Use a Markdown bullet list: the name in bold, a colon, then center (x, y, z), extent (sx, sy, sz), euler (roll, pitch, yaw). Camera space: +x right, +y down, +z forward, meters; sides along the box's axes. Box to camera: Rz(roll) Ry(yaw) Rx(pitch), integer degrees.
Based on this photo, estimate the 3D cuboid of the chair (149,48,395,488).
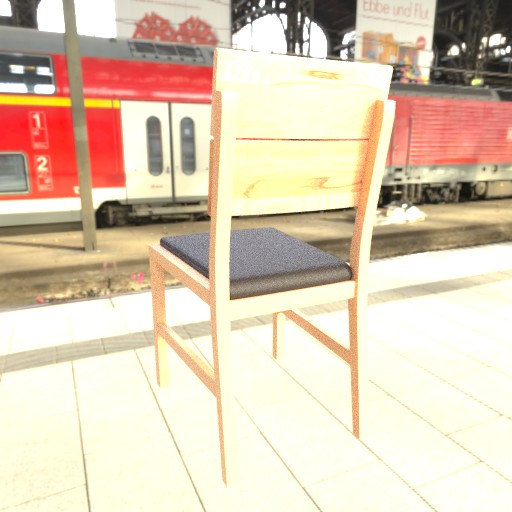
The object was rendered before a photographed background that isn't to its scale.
- **chair**: center (0.000, 0.000, 1.244), extent (0.475, 0.950, 0.560), euler (-7, 16, -26)
